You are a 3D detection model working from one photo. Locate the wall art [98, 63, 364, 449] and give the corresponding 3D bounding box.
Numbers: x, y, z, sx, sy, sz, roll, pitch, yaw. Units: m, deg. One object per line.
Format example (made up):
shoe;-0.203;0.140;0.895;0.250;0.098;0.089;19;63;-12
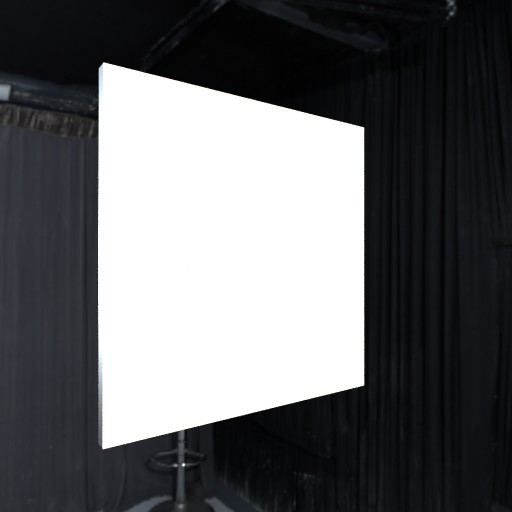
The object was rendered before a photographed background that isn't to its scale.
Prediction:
wall art;0.000;0.000;1.125;0.773;0.775;0.031;0;0;-35
